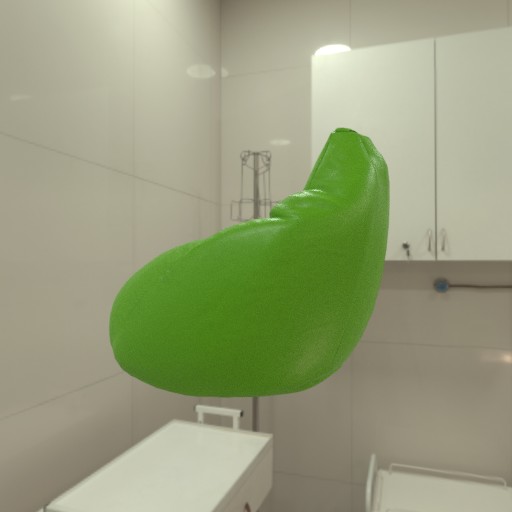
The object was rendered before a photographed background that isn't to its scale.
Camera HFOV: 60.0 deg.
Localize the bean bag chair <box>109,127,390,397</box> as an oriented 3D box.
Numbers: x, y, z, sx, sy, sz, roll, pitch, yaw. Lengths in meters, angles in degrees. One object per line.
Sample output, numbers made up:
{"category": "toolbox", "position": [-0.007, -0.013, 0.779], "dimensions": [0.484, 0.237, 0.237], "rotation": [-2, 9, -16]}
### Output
{"category": "bean bag chair", "position": [0.000, 0.000, 1.850], "dimensions": [1.070, 0.990, 1.070], "rotation": [0, -1, 18]}
